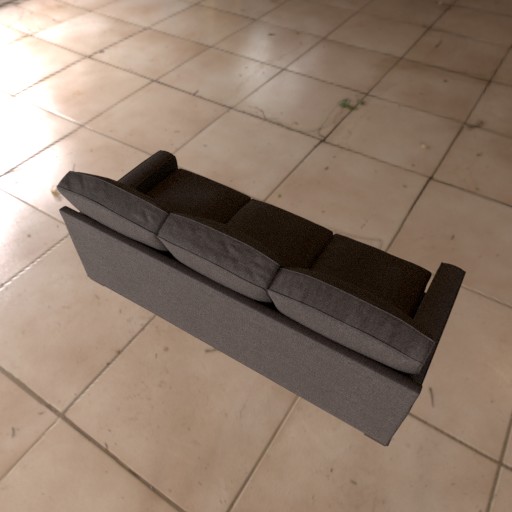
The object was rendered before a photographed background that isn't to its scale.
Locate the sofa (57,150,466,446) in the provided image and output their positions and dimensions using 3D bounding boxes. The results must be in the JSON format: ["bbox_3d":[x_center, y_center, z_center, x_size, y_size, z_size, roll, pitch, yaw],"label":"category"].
[{"bbox_3d":[0.000,0.000,2.853,2.369,0.978,1.004,25,53,20],"label":"sofa"}]
